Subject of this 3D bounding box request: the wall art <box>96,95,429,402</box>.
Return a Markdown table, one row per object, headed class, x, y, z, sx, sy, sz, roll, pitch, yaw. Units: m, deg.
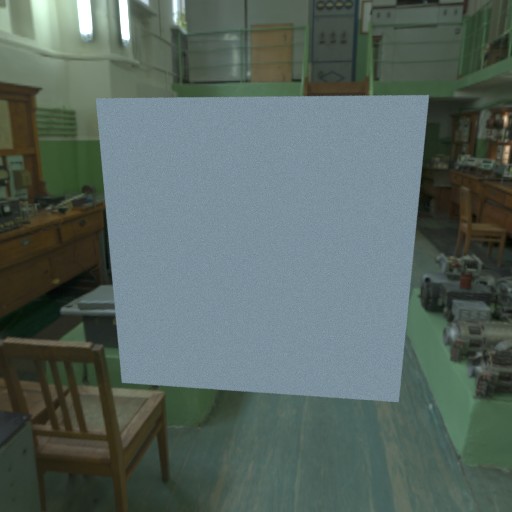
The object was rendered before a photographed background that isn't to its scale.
| class | x | y | z | sx | sy | sz | roll | pitch | yaw |
| --- | --- | --- | --- | --- | --- | --- | --- | --- | --- |
| wall art | 0.000 | 0.000 | 0.828 | 0.559 | 0.559 | 0.028 | 2 | 16 | 7 |
